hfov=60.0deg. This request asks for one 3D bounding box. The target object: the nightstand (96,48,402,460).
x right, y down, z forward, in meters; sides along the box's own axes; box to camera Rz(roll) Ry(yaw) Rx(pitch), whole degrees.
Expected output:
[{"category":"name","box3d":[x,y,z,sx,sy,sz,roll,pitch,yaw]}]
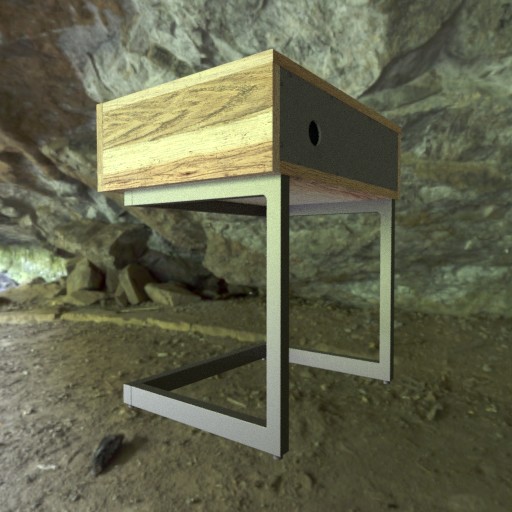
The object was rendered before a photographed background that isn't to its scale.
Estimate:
[{"category":"nightstand","box3d":[0.000,0.000,1.025,0.481,0.632,0.558,1,2,37]}]
